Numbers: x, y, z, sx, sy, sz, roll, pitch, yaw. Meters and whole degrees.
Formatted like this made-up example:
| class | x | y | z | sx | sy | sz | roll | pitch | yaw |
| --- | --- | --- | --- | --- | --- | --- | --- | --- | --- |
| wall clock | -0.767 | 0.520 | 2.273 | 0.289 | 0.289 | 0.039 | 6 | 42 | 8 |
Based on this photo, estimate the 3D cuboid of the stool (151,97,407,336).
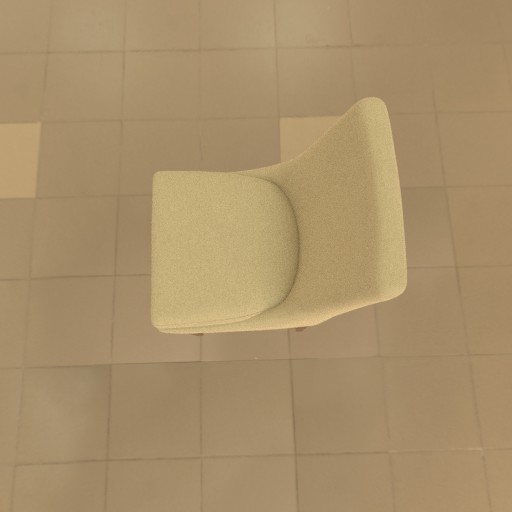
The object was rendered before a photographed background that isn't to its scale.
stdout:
| class | x | y | z | sx | sy | sz | roll | pitch | yaw |
| --- | --- | --- | --- | --- | --- | --- | --- | --- | --- |
| stool | 0.000 | 0.000 | 1.376 | 0.577 | 1.078 | 0.470 | -2 | 77 | 0 |
